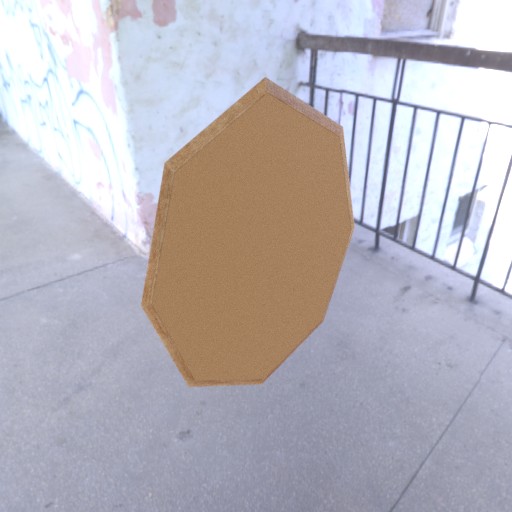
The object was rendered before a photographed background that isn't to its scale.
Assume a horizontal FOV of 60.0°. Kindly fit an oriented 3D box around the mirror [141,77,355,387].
[{"bbox_3d":[0.000,0.000,1.013,0.577,0.774,0.070,-20,36,-29],"label":"mirror"}]
